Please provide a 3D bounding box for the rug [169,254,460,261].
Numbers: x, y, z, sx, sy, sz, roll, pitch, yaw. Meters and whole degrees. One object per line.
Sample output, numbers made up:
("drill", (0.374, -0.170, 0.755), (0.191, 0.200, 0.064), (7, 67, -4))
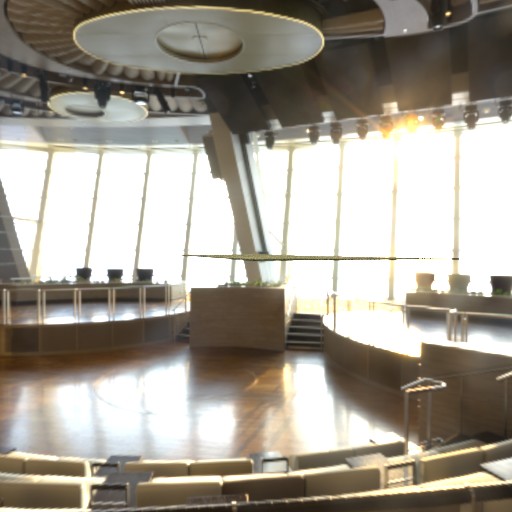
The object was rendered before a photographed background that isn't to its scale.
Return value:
("rug", (0.000, 0.000, 2.615), (0.761, 0.006, 2.438), (0, 1, -17))
